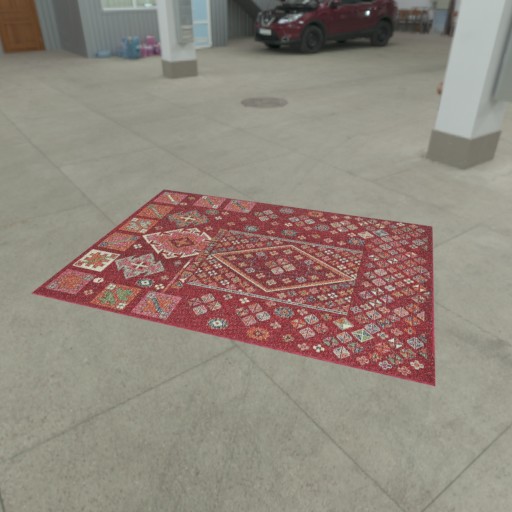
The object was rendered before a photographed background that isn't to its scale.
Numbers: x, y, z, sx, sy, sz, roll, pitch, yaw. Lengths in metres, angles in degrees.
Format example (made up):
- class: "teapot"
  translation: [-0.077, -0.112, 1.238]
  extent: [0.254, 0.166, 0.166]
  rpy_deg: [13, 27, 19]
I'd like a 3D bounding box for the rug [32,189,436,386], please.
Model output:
- class: "rug"
  translation: [0.000, 0.000, 2.877]
  extent: [2.184, 0.007, 1.579]
  rpy_deg: [10, 33, 15]
